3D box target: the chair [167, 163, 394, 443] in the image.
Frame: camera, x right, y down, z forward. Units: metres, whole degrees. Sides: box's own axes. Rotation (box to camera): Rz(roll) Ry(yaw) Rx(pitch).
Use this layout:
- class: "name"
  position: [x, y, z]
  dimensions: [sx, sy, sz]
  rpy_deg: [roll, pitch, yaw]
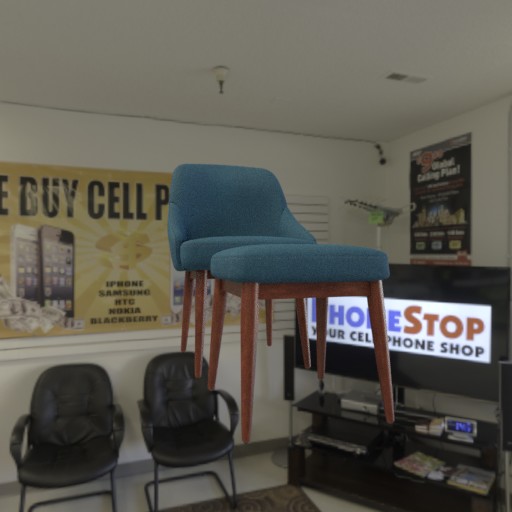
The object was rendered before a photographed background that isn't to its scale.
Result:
- class: "chair"
  position: [0.000, 0.000, 1.617]
  dimensions: [0.584, 0.866, 1.114]
  rpy_deg: [0, 1, -17]
